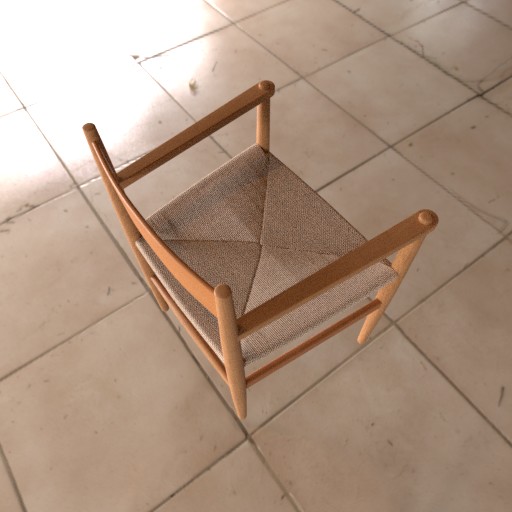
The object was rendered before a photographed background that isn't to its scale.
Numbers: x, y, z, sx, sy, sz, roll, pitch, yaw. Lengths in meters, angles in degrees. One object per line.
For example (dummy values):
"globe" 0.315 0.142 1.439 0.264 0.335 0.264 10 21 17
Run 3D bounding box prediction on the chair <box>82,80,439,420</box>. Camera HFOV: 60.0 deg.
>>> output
"chair" 0.000 0.000 1.104 0.495 0.762 0.556 -33 63 -19
